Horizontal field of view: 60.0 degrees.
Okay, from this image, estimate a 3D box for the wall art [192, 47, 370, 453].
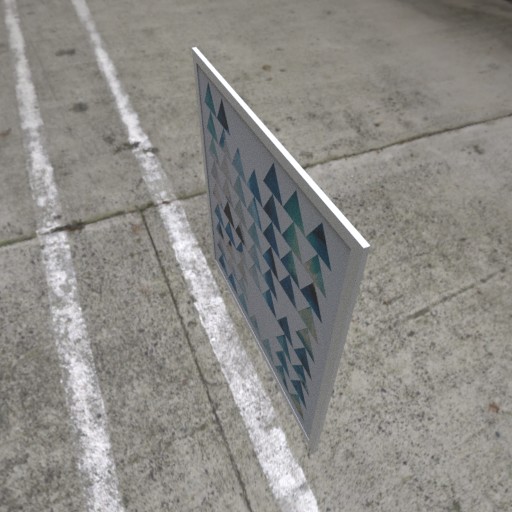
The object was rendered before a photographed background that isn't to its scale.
[{"bbox_3d":[0.000,0.000,0.675,0.007,0.456,0.456,-18,49,-16],"label":"wall art"}]
